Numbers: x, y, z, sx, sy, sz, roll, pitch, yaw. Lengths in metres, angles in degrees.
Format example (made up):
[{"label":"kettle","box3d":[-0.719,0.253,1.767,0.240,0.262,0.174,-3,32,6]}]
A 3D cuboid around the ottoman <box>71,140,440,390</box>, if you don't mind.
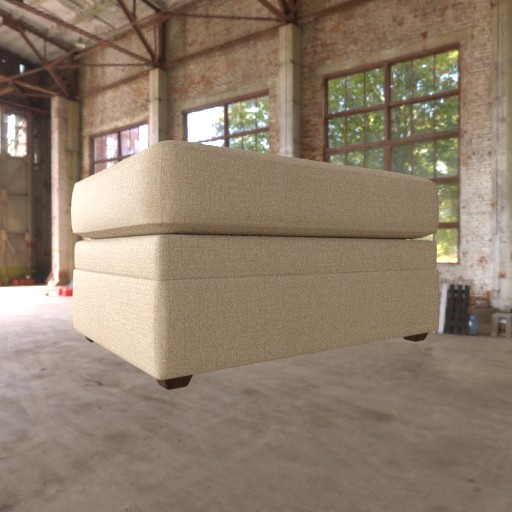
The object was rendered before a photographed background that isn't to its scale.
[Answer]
[{"label":"ottoman","box3d":[0.000,0.000,1.250,0.885,0.478,0.637,0,1,-35]}]
